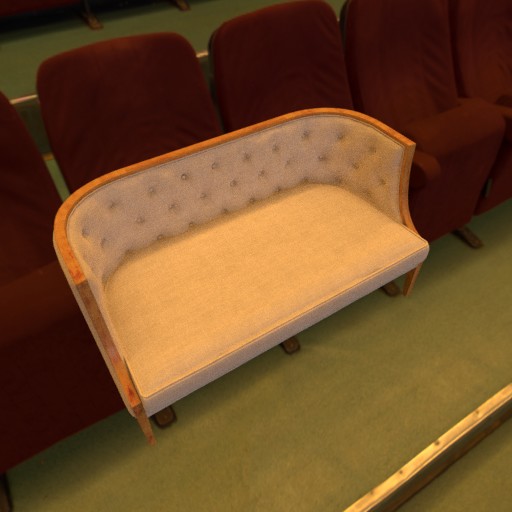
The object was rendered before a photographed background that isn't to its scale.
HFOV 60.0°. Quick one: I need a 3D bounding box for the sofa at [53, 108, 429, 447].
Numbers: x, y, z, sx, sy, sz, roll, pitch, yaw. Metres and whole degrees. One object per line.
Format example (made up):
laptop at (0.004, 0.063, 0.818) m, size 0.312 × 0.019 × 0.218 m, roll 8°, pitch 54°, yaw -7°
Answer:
sofa at (0.000, 0.000, 1.951) m, size 1.474 × 0.775 × 0.770 m, roll -25°, pitch 51°, yaw -22°
